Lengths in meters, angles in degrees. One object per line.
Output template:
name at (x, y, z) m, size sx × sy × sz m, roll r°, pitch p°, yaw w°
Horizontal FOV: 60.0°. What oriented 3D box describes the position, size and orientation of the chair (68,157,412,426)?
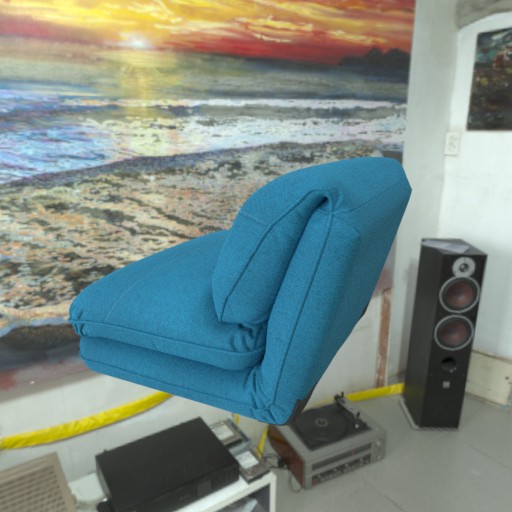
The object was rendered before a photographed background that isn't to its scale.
chair at (0.000, 0.000, 1.343) m, size 0.780 × 0.580 × 0.820 m, roll 7°, pitch 17°, yaw 25°
